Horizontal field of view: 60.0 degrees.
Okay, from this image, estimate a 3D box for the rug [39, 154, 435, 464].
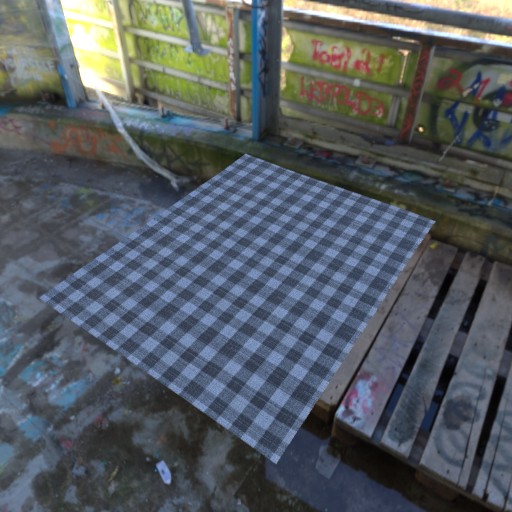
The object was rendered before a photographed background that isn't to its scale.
[{"bbox_3d":[0.000,0.000,4.203,2.432,0.013,3.021,25,48,25],"label":"rug"}]
